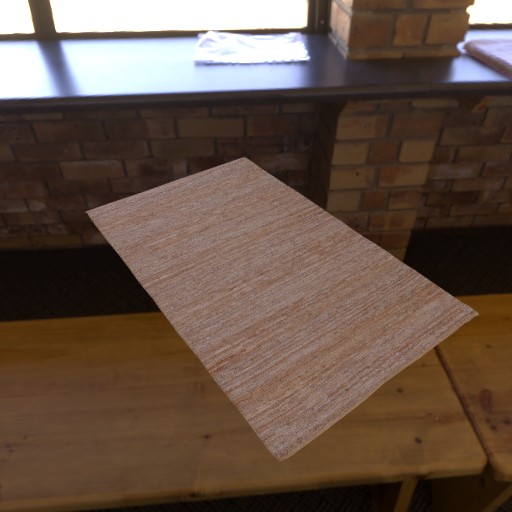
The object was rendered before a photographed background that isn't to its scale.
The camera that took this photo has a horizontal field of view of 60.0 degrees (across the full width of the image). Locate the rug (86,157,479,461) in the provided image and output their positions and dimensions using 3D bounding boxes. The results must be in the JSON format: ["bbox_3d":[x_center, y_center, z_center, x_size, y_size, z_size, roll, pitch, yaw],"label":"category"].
[{"bbox_3d":[0.000,0.000,3.061,1.529,0.009,2.446,-25,46,-27],"label":"rug"}]
